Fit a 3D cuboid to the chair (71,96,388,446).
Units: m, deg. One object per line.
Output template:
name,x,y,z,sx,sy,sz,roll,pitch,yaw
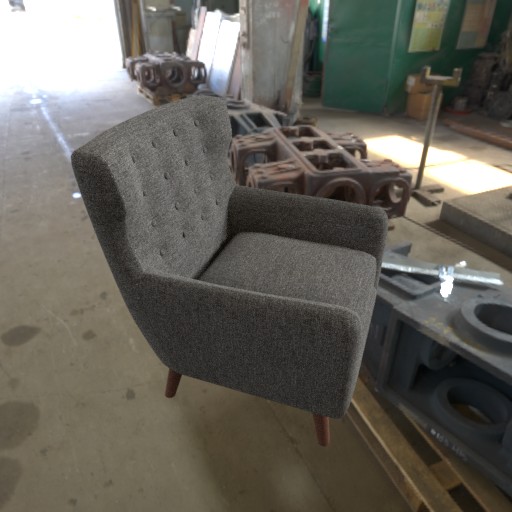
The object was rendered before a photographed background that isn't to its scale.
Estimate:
chair,0.000,0.000,1.756,0.940,1.039,0.889,11,33,17
